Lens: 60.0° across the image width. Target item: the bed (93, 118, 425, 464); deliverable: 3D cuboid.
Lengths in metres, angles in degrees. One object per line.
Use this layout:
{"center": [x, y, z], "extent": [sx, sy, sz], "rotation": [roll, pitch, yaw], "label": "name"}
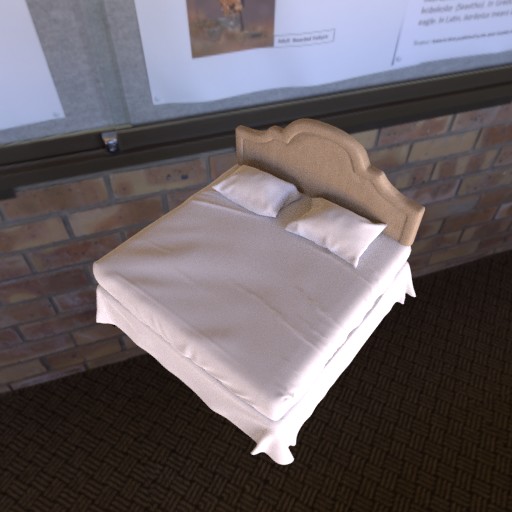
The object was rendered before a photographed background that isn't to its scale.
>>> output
{"center": [0.000, 0.000, 3.776], "extent": [2.303, 1.631, 2.222], "rotation": [31, 54, 26], "label": "bed"}
